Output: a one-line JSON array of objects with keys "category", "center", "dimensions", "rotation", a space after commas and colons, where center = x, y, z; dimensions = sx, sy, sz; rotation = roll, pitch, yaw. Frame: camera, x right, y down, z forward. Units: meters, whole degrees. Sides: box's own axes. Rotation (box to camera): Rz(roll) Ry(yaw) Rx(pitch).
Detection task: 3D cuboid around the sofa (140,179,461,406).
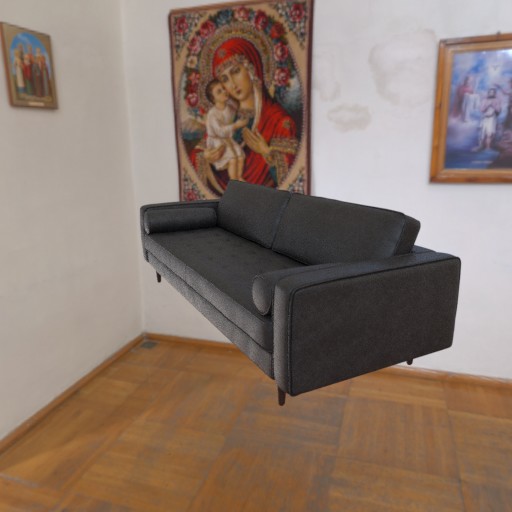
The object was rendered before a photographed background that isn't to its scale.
[{"category": "sofa", "center": [0.000, 0.000, 2.691], "dimensions": [0.914, 0.762, 2.210], "rotation": [-8, 17, -27]}]
